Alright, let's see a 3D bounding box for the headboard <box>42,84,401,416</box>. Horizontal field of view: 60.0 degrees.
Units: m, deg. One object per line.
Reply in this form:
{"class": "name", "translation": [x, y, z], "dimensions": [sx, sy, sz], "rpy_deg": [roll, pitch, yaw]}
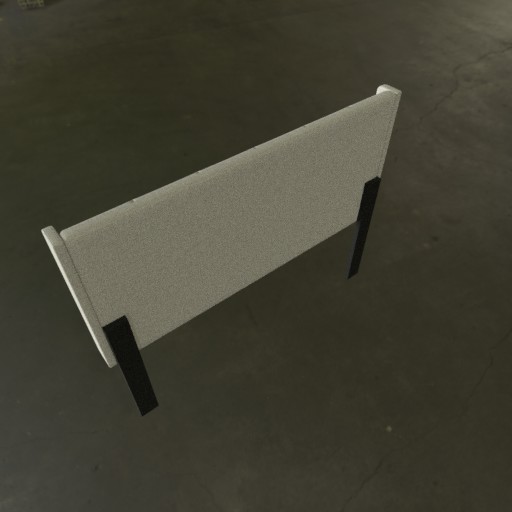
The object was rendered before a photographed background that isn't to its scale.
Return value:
{"class": "headboard", "translation": [0.000, 0.000, 2.703], "dimensions": [2.051, 1.524, 0.184], "rpy_deg": [-29, 53, -25]}
